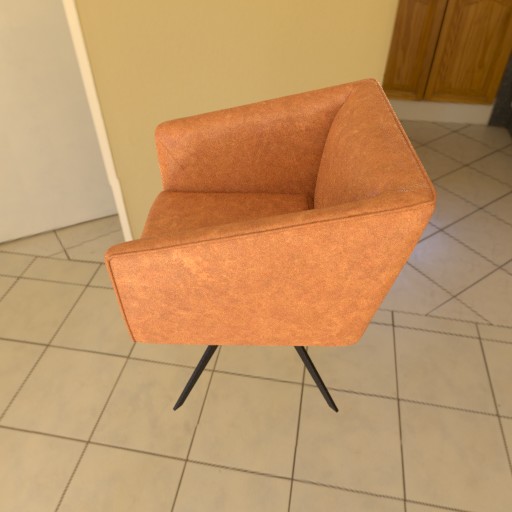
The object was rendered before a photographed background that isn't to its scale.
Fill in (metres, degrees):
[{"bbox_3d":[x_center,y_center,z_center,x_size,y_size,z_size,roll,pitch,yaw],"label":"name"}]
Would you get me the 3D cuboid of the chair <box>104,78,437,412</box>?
[{"bbox_3d":[0.000,0.000,1.205,0.625,0.760,0.588,0,42,0],"label":"chair"}]
